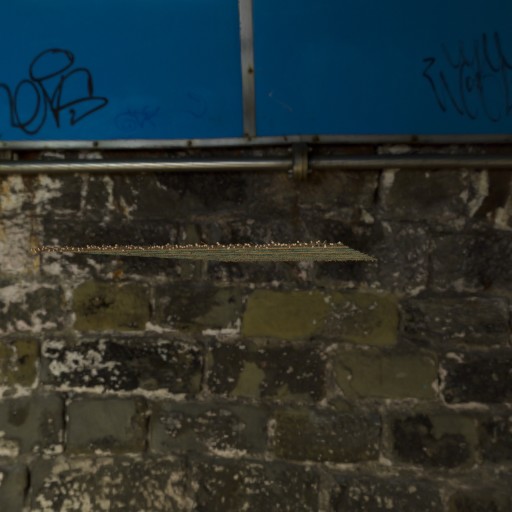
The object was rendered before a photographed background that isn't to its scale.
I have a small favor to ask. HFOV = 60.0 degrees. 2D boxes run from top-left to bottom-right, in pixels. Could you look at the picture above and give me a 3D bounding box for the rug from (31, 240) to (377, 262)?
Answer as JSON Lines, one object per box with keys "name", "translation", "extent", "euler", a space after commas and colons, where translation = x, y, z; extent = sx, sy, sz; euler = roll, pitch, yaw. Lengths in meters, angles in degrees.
{"name": "rug", "translation": [0.000, 0.000, 2.410], "extent": [1.181, 0.028, 1.936], "euler": [-1, -2, 19]}
